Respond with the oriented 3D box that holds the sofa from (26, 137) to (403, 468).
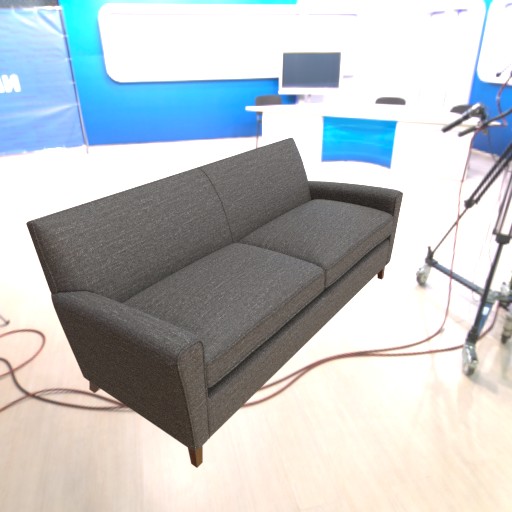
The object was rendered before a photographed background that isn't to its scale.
[{"bbox_3d":[0.000,0.000,2.393,0.875,0.846,1.976,19,33,32],"label":"sofa"}]
